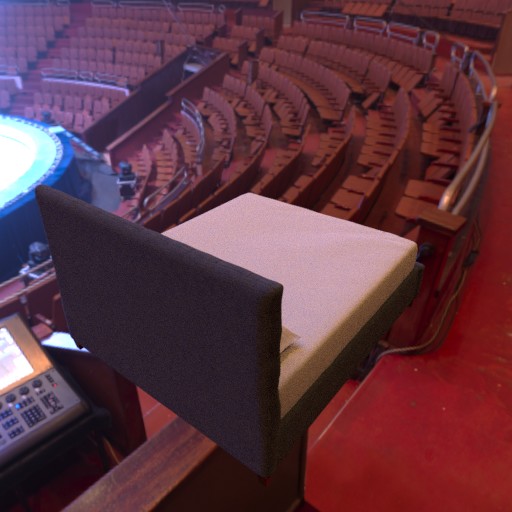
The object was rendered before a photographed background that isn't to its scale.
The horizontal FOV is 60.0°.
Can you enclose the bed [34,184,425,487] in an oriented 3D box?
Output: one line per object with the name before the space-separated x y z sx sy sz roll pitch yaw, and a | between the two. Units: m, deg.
bed | 0.000 0.000 3.625 2.078 1.427 2.387 21 36 33
